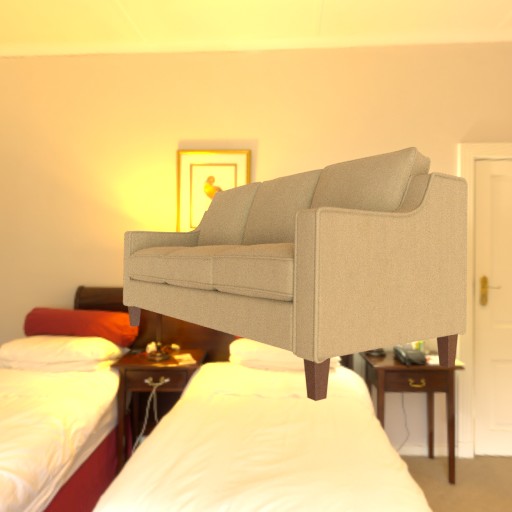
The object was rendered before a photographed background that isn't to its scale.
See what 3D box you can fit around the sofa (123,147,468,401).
[{"bbox_3d":[0.000,0.000,2.515,0.911,0.974,1.986,0,0,-34],"label":"sofa"}]
